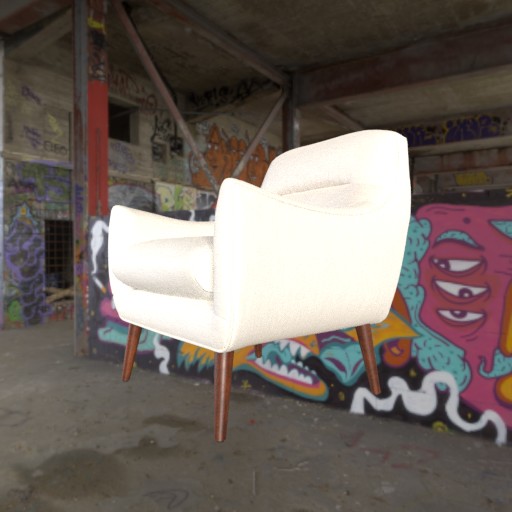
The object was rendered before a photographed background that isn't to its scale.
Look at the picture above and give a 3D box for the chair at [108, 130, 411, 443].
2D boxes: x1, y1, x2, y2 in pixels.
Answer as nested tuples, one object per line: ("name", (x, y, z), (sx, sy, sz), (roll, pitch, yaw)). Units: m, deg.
("chair", (0.000, 0.000, 1.437), (0.787, 0.838, 0.762), (0, 1, -37))
